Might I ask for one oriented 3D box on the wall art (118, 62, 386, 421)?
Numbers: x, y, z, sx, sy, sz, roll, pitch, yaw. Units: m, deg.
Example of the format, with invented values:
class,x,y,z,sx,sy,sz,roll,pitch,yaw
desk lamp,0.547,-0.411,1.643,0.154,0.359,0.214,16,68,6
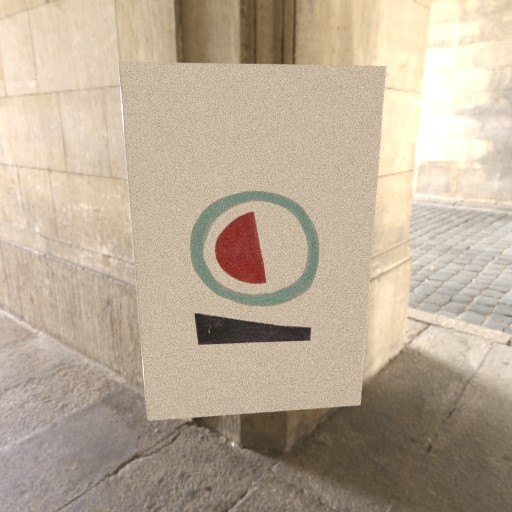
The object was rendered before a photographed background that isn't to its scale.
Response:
class,x,y,z,sx,sy,sz,roll,pitch,yaw
wall art,0.000,0.000,1.130,0.602,0.902,0.048,-2,17,-6
